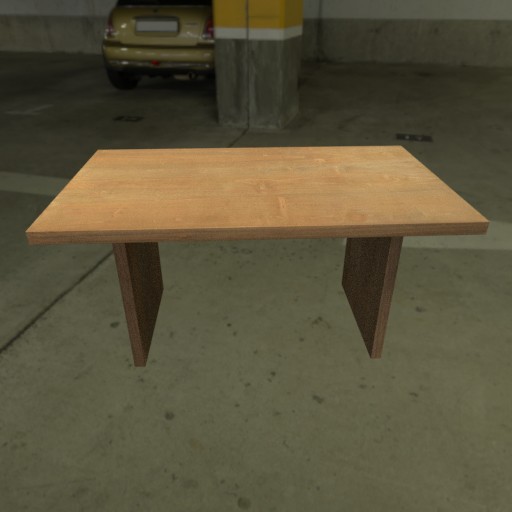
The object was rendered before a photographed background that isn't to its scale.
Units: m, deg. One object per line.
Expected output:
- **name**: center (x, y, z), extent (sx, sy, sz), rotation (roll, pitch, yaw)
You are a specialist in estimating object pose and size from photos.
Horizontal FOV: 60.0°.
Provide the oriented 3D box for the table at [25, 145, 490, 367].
- **table**: center (0.000, 0.000, 2.135), extent (1.609, 0.780, 0.946), rotation (-1, 30, -2)
